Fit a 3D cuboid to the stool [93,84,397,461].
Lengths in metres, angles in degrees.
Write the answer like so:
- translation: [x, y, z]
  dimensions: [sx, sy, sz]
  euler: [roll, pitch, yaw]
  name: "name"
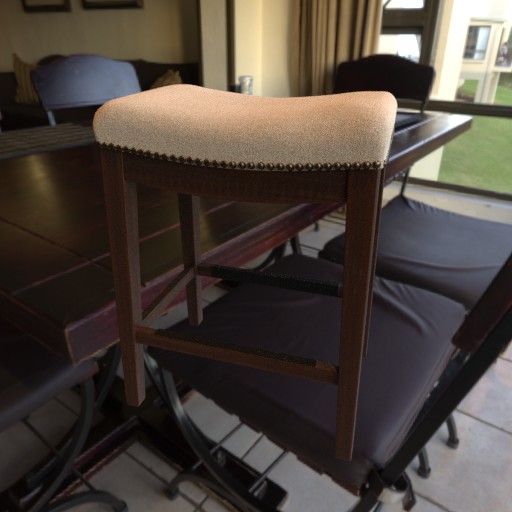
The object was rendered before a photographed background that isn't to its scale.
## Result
- translation: [0.000, 0.000, 0.955]
  dimensions: [0.509, 0.669, 0.363]
  euler: [8, 28, 16]
  name: "stool"
